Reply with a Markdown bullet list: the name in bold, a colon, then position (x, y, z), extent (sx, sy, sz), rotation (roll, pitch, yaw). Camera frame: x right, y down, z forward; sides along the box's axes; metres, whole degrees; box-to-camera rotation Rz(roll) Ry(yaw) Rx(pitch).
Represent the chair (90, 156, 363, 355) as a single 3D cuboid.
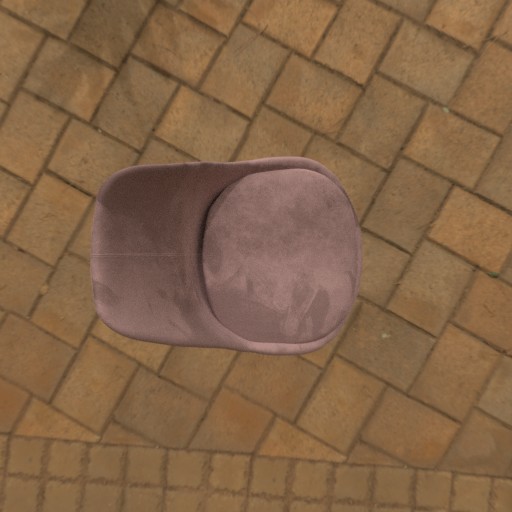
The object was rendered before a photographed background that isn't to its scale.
- **chair**: position (0.000, 0.000, 1.146), extent (0.550, 0.850, 0.485), rotation (0, 90, 0)
